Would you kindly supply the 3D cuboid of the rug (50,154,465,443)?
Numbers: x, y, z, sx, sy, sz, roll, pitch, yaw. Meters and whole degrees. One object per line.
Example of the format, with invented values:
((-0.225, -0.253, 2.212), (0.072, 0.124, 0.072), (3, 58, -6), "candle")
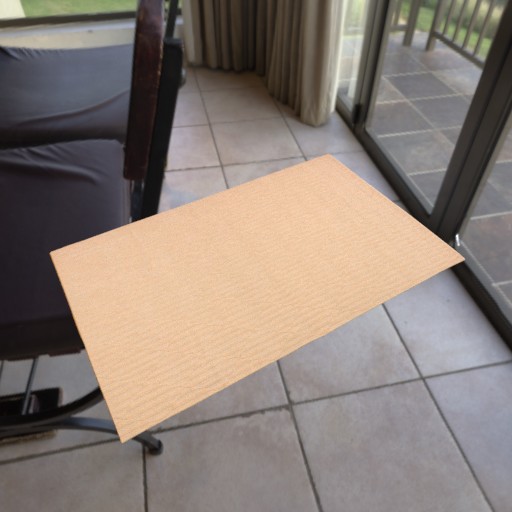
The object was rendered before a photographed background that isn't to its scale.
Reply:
((0.000, 0.000, 3.054), (2.441, 0.014, 1.531), (-23, 50, -21), "rug")
